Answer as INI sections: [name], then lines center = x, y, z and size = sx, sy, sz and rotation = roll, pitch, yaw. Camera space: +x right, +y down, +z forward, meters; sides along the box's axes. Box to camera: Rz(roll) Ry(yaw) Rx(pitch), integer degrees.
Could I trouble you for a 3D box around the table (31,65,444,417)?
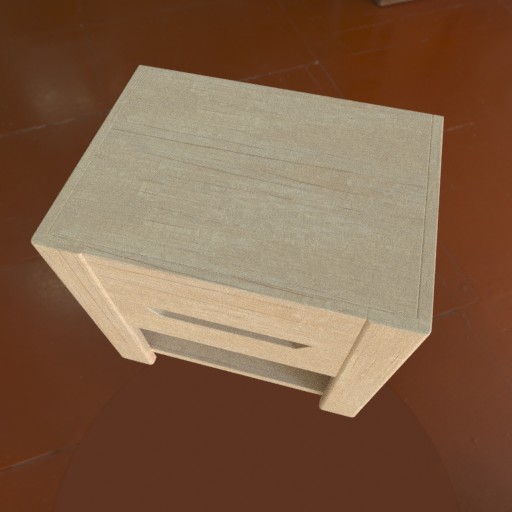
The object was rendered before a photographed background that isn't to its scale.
[table]
center = 0.000, 0.000, 0.924
size = 0.570, 0.510, 0.420
rotation = 12, 60, 7
